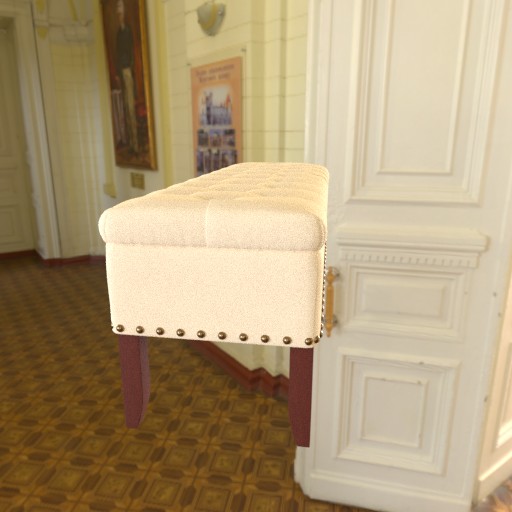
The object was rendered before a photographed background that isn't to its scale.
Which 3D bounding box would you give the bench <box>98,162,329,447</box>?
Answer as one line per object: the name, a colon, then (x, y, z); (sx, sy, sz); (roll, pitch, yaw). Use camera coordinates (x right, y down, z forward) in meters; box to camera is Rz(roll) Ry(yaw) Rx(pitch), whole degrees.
bench: (0.000, 0.000, 1.282); (0.400, 0.470, 1.054); (3, 16, 9)
